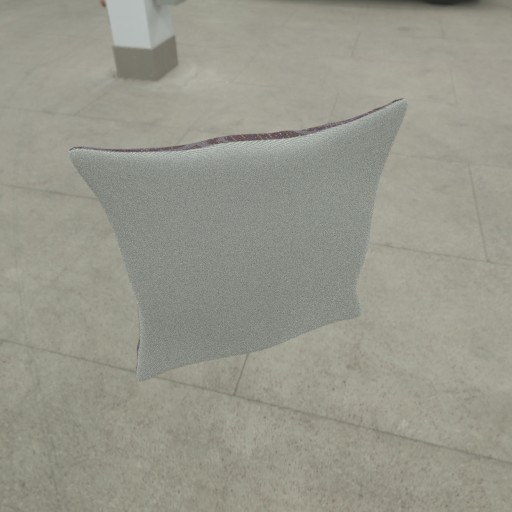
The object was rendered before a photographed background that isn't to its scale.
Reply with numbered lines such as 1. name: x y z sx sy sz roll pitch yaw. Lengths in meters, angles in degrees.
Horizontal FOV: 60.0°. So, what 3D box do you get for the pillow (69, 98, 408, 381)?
1. pillow: 0.000 0.000 0.802 0.514 0.513 0.163 -14 42 -15
